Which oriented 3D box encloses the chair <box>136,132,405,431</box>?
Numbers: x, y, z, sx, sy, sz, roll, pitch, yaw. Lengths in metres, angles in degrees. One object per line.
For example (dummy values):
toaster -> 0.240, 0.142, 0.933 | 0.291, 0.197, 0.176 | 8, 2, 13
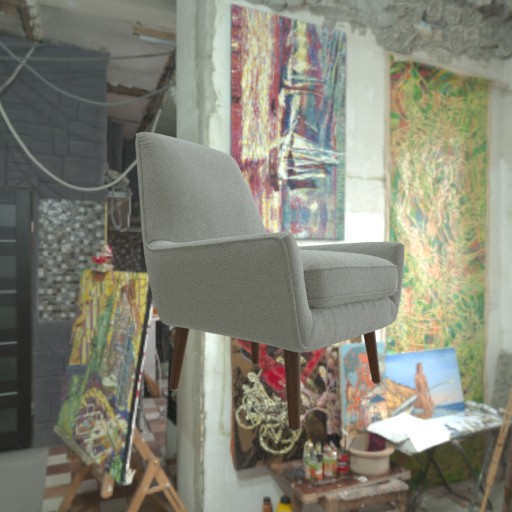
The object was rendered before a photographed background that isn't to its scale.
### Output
chair -> 0.000, 0.000, 1.536 | 0.822, 0.888, 0.787 | 0, 0, 38
